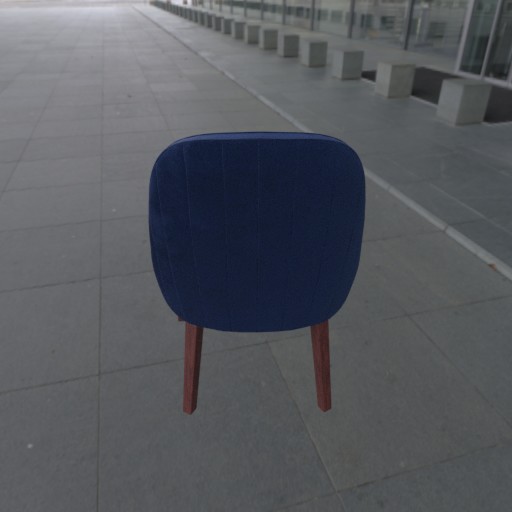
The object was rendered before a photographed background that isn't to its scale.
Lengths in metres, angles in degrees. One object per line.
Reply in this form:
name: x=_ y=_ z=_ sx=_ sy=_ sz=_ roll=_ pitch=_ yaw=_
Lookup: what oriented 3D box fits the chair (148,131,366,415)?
chair: x=0.000 y=0.000 z=1.323 sx=0.643 sy=0.889 sz=0.575 roll=-1 pitch=31 yaw=-1
